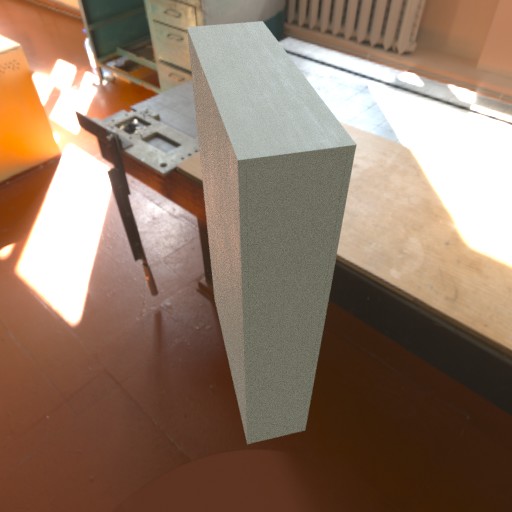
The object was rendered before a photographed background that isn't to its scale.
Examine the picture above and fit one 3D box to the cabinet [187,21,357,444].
[{"bbox_3d":[0.000,0.000,1.550,0.250,1.280,0.750,-10,46,-10],"label":"cabinet"}]
